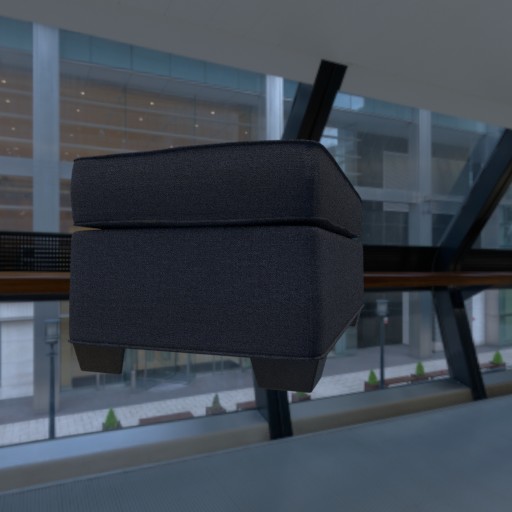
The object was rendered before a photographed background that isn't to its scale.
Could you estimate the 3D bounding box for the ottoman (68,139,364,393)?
[{"bbox_3d":[0.000,0.000,1.187,0.505,0.453,0.895,0,0,18],"label":"ottoman"}]
